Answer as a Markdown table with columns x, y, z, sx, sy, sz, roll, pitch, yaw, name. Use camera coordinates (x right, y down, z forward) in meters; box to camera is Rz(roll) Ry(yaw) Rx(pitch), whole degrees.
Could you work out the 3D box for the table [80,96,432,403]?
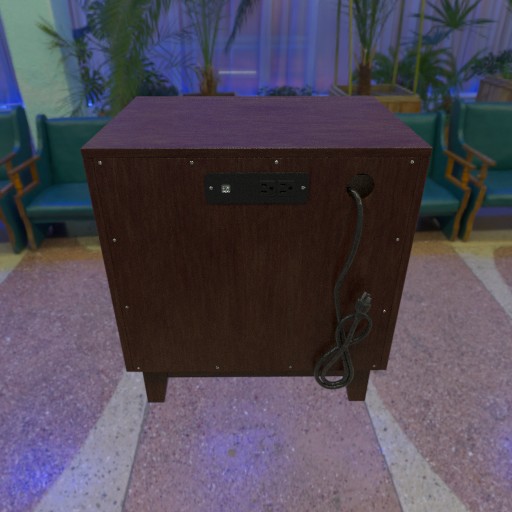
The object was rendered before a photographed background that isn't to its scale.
| x | y | z | sx | sy | sz | roll | pitch | yaw | name |
| --- | --- | --- | --- | --- | --- | --- | --- | --- | --- |
| 0.000 | 0.000 | 1.008 | 0.557 | 0.609 | 0.449 | 0 | 31 | 0 | table |
